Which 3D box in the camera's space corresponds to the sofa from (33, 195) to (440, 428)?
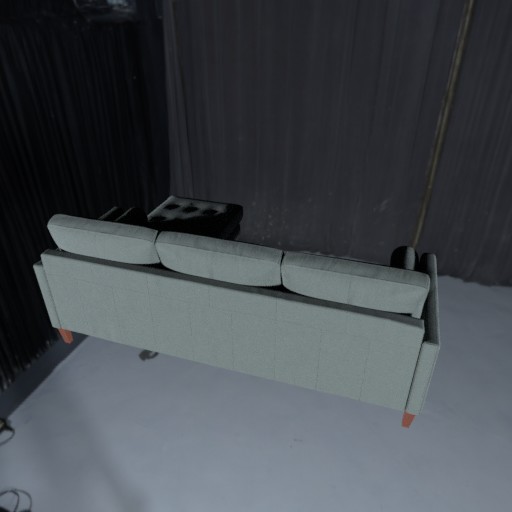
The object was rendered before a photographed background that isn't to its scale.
[{"bbox_3d":[0.000,0.000,2.903,2.178,0.876,1.506,9,32,15],"label":"sofa"}]
